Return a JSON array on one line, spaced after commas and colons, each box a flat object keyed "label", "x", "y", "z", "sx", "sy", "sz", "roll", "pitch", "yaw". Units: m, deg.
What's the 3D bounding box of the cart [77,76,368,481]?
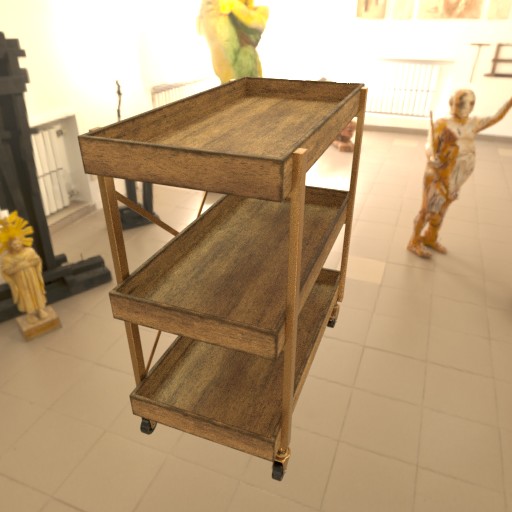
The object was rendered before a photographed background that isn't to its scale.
[{"label": "cart", "x": 0.000, "y": 0.000, "z": 1.203, "sx": 0.416, "sy": 0.799, "sz": 0.750, "roll": 11, "pitch": 32, "yaw": 18}]
